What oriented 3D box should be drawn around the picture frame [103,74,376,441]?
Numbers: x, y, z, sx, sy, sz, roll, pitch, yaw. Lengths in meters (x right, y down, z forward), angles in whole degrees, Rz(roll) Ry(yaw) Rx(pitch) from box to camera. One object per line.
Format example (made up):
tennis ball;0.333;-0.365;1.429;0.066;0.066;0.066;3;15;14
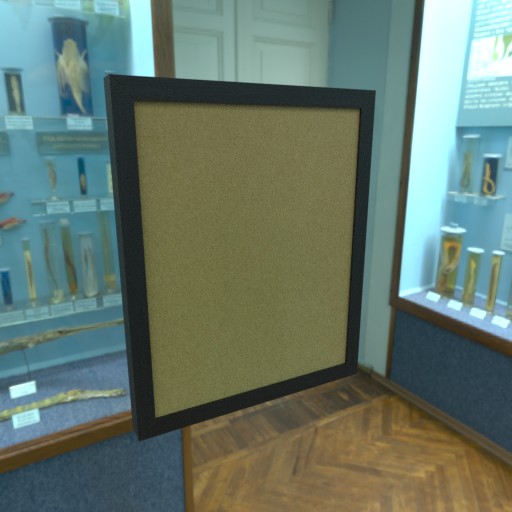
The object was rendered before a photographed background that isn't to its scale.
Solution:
picture frame;0.000;0.000;0.767;0.452;0.555;0.044;-8;17;-27
